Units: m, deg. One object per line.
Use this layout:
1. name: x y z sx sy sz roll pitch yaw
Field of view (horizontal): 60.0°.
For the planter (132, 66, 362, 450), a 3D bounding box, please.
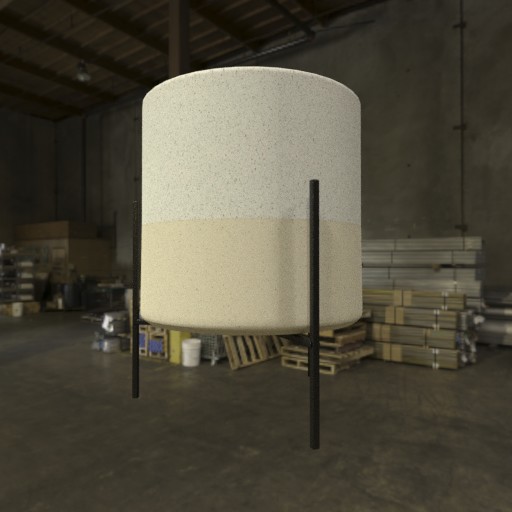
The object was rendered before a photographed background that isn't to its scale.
1. planter: 0.000 0.000 0.654 0.313 0.423 0.335 0 -1 36
